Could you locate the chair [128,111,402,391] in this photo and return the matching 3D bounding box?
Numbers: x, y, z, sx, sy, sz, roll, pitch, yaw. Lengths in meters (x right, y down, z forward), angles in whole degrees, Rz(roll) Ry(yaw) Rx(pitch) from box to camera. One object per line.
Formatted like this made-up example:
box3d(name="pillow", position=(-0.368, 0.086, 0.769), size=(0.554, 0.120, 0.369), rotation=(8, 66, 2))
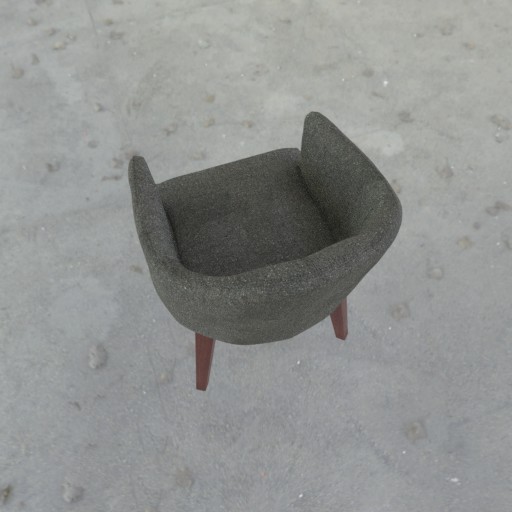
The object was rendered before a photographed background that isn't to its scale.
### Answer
box3d(name="chair", position=(0.000, 0.000, 1.268), size=(0.583, 0.811, 0.655), rotation=(-17, 60, -10))
